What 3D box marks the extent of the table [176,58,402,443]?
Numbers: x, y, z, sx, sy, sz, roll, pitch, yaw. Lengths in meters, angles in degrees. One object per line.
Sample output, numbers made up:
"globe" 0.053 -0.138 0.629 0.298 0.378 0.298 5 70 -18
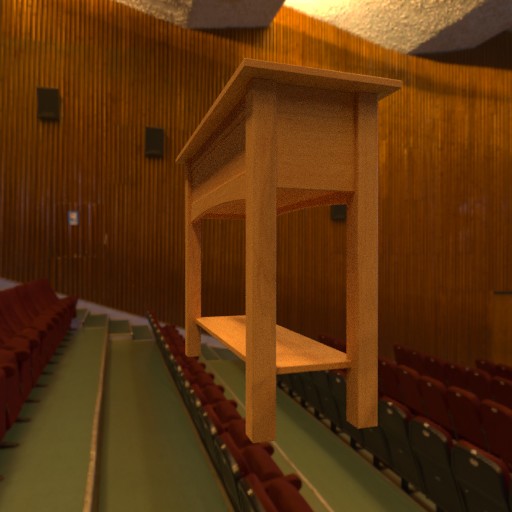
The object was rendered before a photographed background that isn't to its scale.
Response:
"table" 0.000 0.000 1.291 0.340 0.728 0.900 0 0 -18
